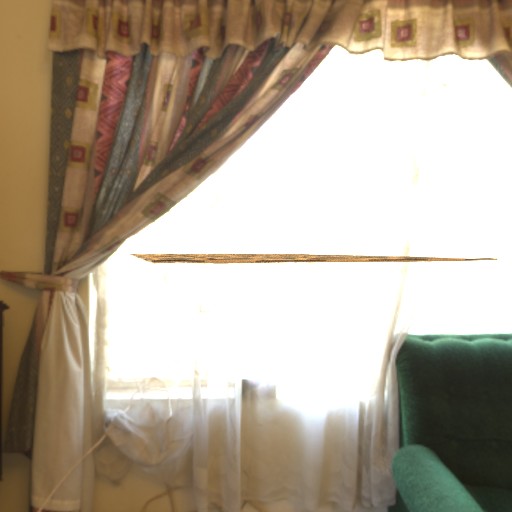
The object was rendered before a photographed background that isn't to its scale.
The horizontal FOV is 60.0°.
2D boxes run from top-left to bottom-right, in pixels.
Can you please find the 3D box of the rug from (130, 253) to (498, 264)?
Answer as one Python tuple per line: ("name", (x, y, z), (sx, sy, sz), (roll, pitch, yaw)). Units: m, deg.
("rug", (0.000, 0.000, 2.041), (1.072, 0.013, 1.698), (0, 1, -18))
